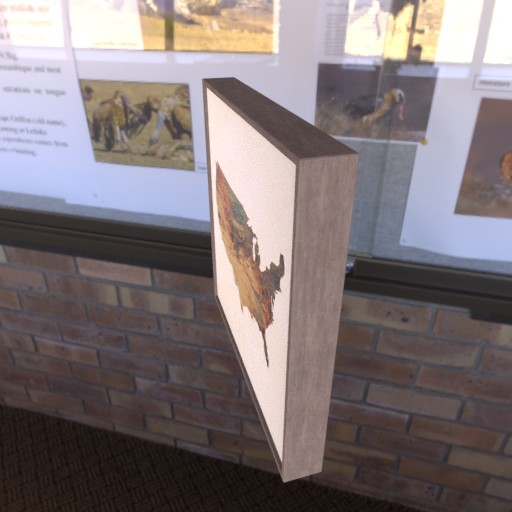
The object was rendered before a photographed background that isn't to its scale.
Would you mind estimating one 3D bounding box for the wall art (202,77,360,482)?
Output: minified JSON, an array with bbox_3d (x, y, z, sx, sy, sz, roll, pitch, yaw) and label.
[{"bbox_3d":[0.000,0.000,0.457,0.038,0.302,0.303,-8,31,-14],"label":"wall art"}]
